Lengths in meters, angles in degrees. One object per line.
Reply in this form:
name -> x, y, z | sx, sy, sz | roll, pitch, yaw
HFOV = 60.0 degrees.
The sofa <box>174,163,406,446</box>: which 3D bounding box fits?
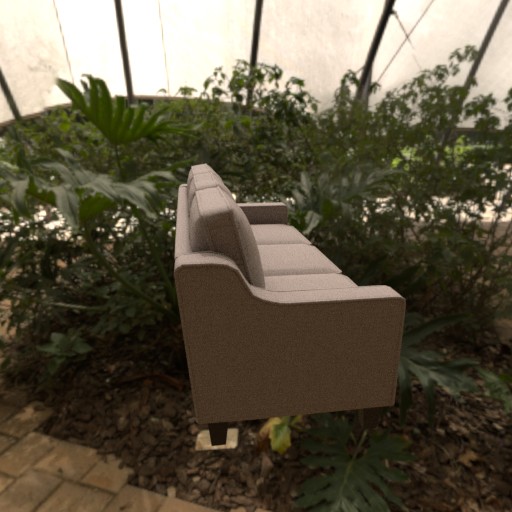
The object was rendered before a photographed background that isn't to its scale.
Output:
sofa -> 0.000, 0.000, 2.647 | 0.899, 0.950, 2.129 | -3, 17, -9
